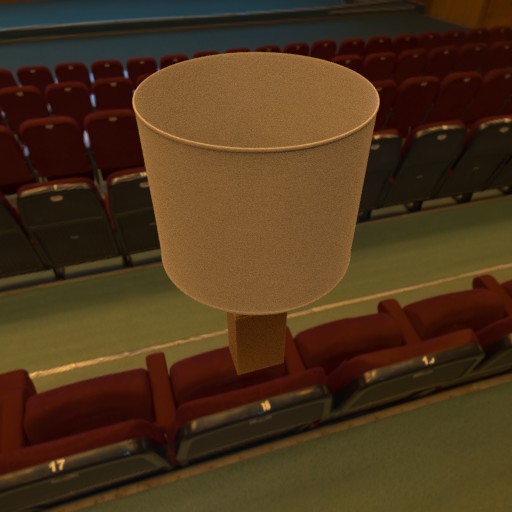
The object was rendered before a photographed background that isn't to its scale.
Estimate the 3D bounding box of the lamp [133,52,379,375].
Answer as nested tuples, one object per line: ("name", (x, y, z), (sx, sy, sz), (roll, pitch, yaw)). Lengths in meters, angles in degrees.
("lamp", (0.000, 0.000, 0.557), (0.229, 0.417, 0.229), (-12, 43, -13))
